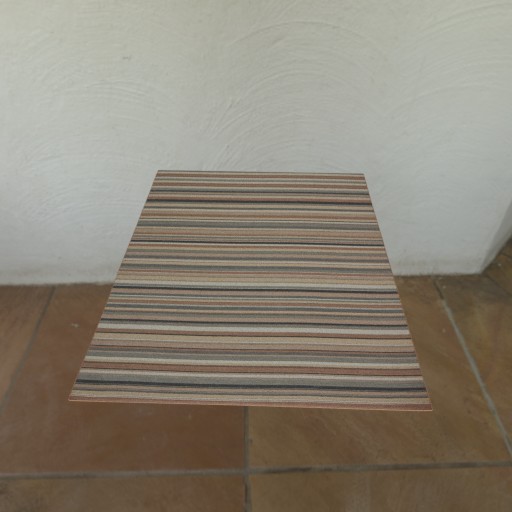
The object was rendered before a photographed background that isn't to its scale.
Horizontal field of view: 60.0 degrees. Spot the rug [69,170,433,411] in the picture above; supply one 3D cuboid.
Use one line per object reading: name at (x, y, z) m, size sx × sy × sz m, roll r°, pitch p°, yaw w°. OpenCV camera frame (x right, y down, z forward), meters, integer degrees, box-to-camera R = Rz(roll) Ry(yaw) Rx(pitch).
rug at (0.000, 0.000, 4.095) m, size 2.436 × 0.011 × 3.045 m, roll 1°, pitch 41°, yaw 1°
